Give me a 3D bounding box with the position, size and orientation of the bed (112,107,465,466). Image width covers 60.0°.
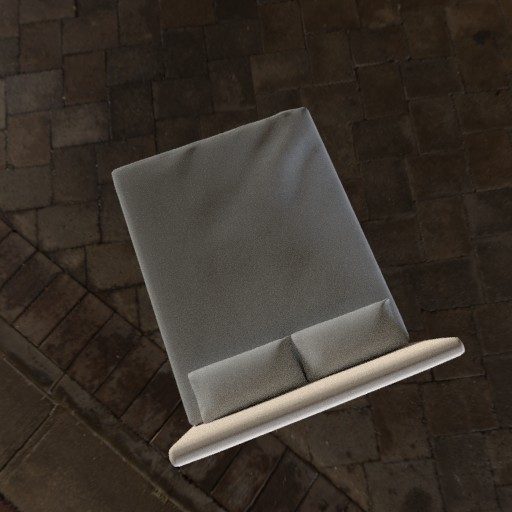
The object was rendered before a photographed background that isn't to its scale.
[{"bbox_3d":[0.000,0.000,3.192,1.748,1.330,2.142,-20,77,-5],"label":"bed"}]
